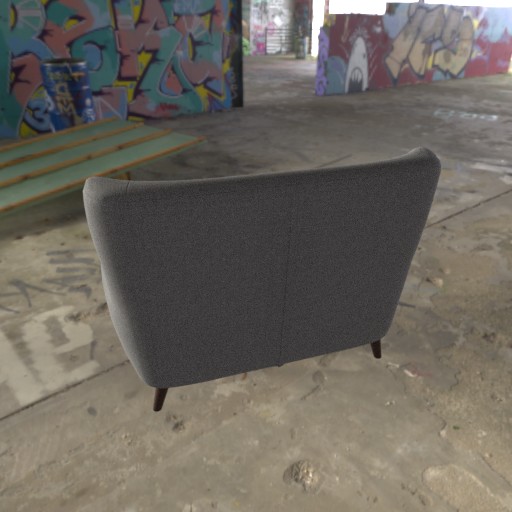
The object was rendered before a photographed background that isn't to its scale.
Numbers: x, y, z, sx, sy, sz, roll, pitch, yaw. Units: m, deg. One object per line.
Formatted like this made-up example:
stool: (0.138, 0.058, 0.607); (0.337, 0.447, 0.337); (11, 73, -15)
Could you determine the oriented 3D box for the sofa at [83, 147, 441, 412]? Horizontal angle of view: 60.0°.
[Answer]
sofa: (0.000, 0.000, 2.062); (1.386, 1.028, 0.884); (-9, 29, -16)
